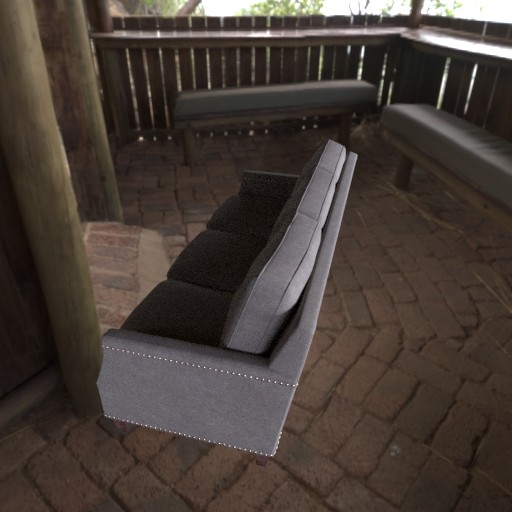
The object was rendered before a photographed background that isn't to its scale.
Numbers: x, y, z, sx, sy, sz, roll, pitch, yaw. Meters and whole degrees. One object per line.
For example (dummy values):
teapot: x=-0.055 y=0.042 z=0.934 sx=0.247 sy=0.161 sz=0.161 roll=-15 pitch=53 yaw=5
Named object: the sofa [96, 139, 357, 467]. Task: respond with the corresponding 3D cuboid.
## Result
sofa: x=0.000 y=0.000 z=2.830 sx=1.034 sy=1.042 sz=2.226 roll=8 pitch=32 yaw=13
